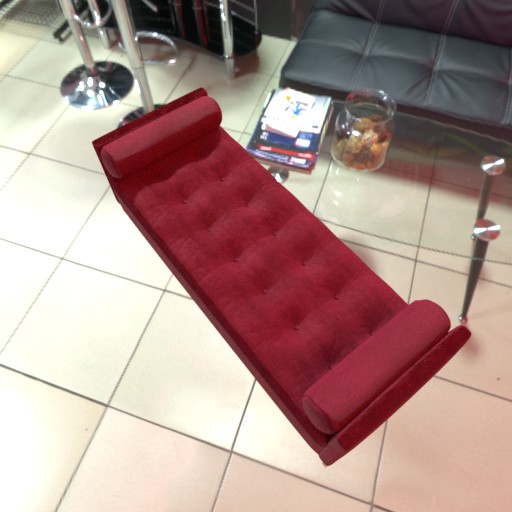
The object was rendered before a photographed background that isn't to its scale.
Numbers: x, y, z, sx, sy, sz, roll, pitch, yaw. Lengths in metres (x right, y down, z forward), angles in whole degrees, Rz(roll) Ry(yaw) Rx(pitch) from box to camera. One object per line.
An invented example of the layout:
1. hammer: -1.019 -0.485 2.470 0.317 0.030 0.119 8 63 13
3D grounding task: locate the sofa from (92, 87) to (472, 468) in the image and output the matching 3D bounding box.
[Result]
1. sofa: 0.000 0.000 2.472 0.796 0.705 2.102 -34 65 -19
